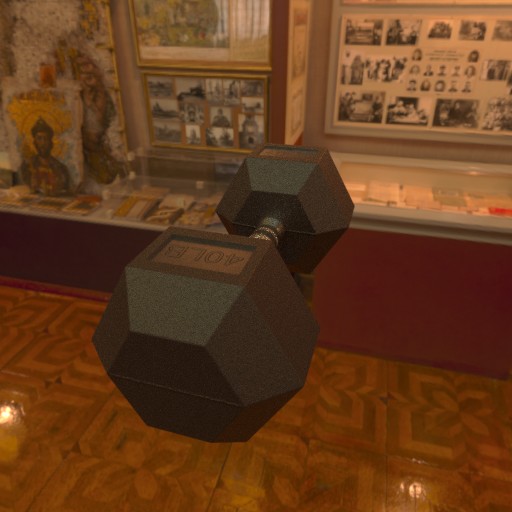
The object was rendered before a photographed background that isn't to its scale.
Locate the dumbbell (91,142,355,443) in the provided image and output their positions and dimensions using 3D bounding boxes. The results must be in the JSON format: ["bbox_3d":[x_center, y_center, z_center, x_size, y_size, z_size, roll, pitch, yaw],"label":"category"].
[{"bbox_3d":[0.000,0.000,0.430,0.157,0.137,0.361,8,30,15],"label":"dumbbell"}]
